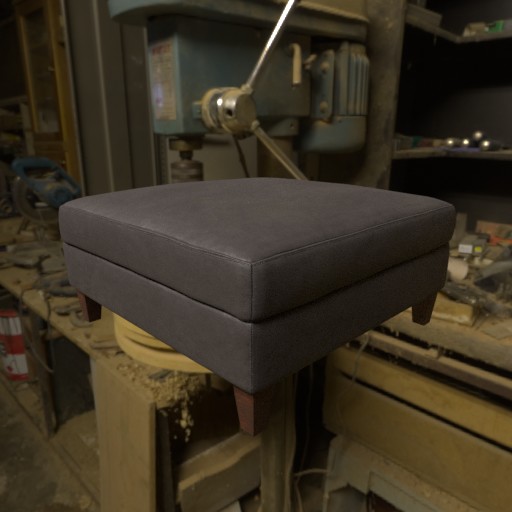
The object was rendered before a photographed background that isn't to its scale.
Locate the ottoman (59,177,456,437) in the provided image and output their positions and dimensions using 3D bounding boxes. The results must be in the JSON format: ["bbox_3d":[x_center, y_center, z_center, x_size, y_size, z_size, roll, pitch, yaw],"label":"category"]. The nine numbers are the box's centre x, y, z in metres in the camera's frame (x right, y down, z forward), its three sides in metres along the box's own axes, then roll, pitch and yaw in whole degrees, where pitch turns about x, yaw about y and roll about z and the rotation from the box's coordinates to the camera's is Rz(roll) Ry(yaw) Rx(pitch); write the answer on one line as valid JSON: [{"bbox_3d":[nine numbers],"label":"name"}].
[{"bbox_3d":[0.000,0.000,1.305,0.836,0.415,0.844,-15,22,-42],"label":"ottoman"}]
